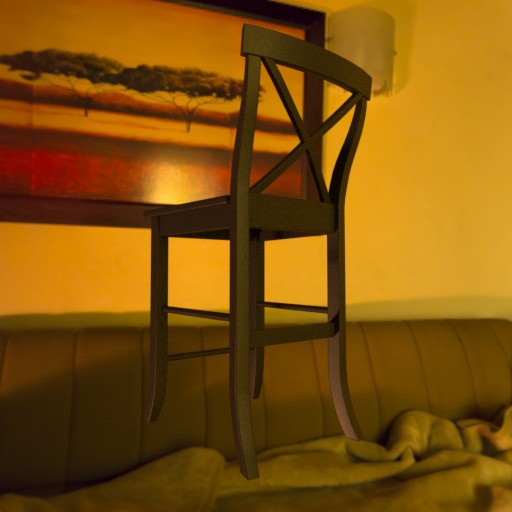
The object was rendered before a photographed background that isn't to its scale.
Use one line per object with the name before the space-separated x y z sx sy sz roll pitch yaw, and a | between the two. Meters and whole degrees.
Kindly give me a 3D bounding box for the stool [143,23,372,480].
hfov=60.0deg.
stool | 0.000 0.000 1.267 0.452 0.989 0.559 2 -3 -38
